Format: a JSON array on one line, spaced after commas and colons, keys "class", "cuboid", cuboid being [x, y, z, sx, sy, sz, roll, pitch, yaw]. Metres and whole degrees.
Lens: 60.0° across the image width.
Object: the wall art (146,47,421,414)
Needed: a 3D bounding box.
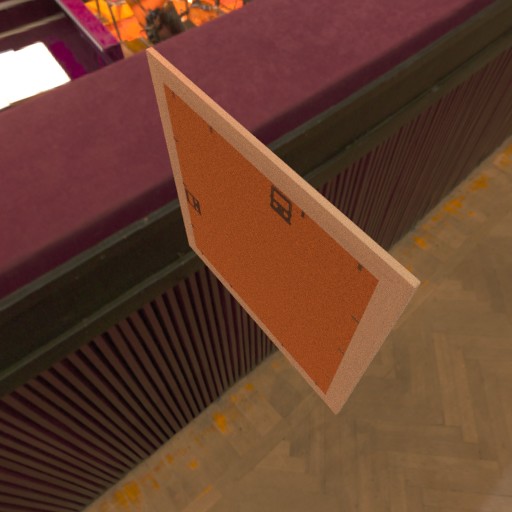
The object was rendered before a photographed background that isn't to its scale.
[{"class": "wall art", "cuboid": [0.000, 0.000, 0.867, 0.013, 0.584, 0.584, -34, 63, -20]}]
